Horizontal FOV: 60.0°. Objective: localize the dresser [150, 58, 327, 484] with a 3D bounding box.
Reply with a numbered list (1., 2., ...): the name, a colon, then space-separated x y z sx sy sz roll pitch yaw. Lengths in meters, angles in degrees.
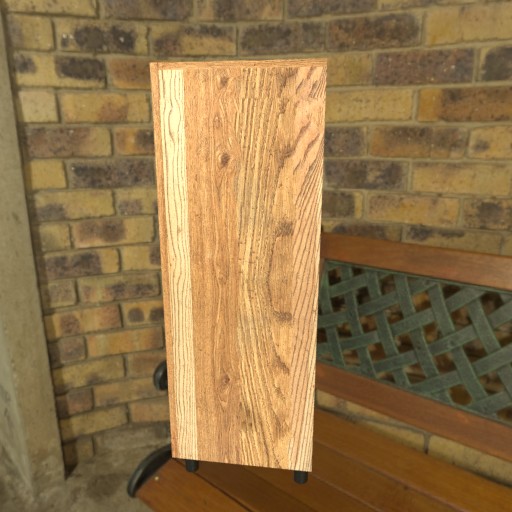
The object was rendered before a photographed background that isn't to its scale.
1. dresser: 0.000 0.000 1.707 0.480 1.243 0.966 2 15 8
